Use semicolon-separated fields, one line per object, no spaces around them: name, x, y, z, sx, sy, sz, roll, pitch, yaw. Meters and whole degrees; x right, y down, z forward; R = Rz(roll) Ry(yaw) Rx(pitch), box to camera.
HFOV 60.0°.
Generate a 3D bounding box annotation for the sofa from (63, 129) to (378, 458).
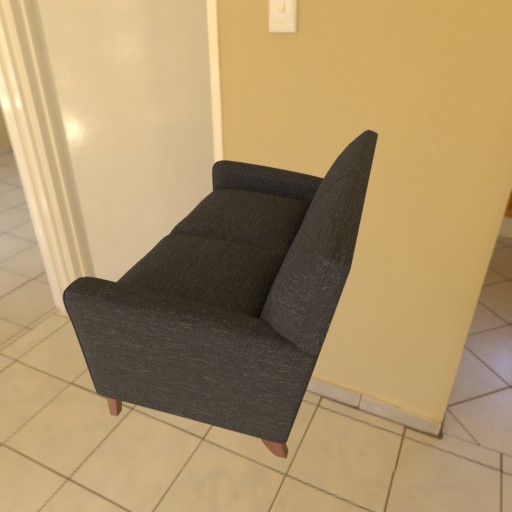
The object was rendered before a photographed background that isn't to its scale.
sofa;0.000;0.000;1.950;0.875;0.846;1.420;8;31;14
